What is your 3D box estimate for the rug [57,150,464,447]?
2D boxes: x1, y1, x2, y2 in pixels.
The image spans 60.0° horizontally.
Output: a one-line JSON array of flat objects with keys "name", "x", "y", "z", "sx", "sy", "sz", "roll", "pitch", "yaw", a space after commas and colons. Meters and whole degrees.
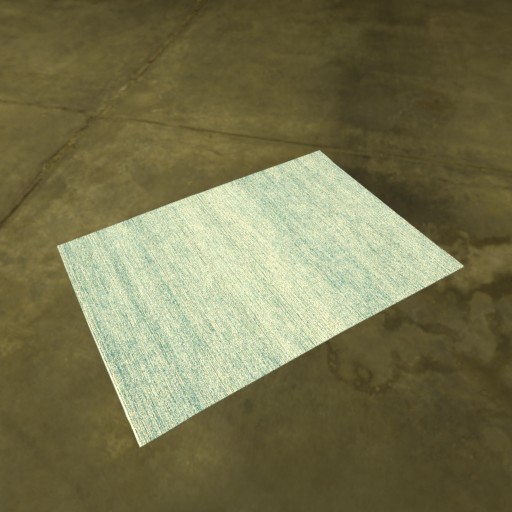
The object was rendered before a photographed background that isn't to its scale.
[{"name": "rug", "x": 0.000, "y": 0.000, "z": 3.043, "sx": 2.306, "sy": 0.030, "sz": 1.613, "roll": -24, "pitch": 51, "yaw": -20}]
